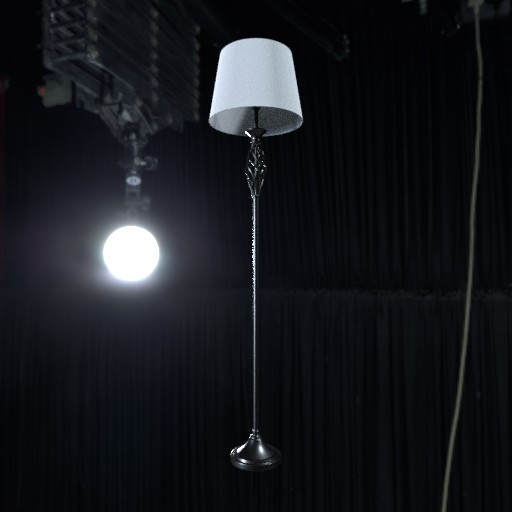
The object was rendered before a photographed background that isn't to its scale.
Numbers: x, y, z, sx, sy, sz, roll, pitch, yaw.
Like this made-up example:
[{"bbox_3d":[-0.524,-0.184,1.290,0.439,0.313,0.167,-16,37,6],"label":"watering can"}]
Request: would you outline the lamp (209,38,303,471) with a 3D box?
[{"bbox_3d":[0.000,0.000,1.784,0.379,1.623,0.379,0,-1,0],"label":"lamp"}]
